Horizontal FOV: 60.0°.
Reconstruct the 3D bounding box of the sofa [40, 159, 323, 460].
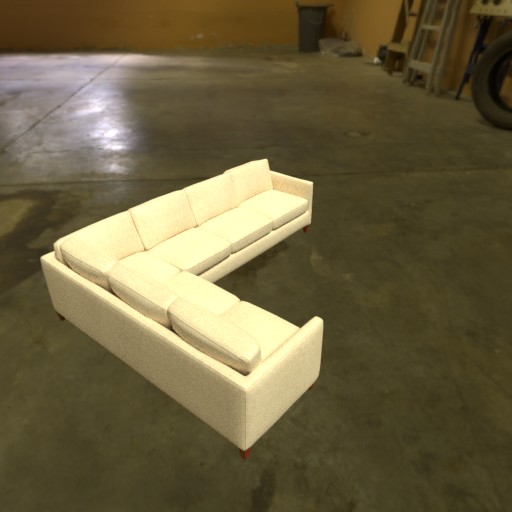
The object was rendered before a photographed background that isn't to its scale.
[{"bbox_3d":[0.000,0.000,4.629,2.593,0.947,3.302,23,37,33],"label":"sofa"}]
